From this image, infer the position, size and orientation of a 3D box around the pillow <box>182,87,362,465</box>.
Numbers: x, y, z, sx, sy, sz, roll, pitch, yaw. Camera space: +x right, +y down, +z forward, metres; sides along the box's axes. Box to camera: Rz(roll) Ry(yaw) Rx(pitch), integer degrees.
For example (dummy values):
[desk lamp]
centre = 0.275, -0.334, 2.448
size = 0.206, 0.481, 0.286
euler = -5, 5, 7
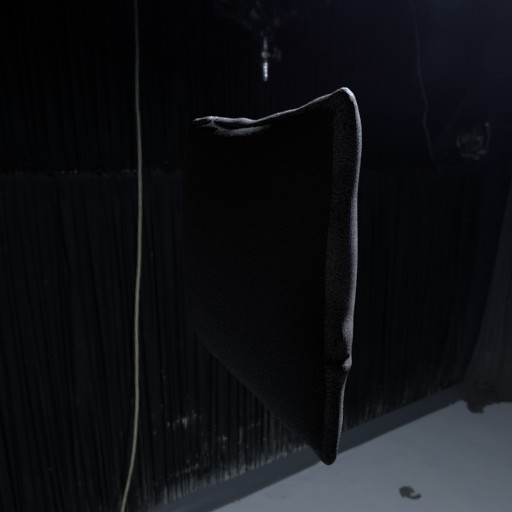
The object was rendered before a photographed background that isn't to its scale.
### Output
[pillow]
centre = 0.000, 0.000, 0.799
size = 0.204, 0.520, 0.522
euler = -8, 16, -28
